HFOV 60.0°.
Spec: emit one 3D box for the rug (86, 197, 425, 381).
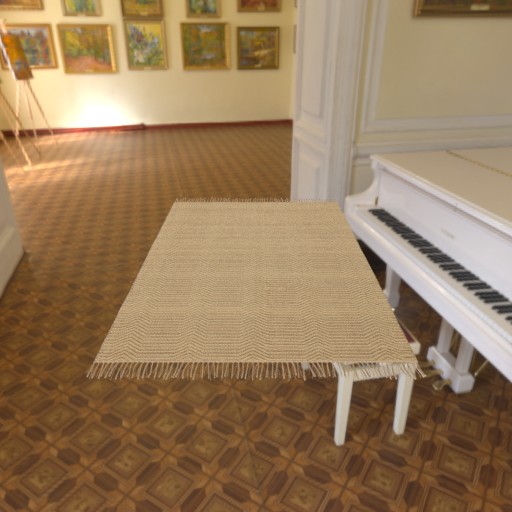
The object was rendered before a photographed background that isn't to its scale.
[{"bbox_3d":[0.000,0.000,2.489,1.224,0.027,2.021,0,26,0],"label":"rug"}]
